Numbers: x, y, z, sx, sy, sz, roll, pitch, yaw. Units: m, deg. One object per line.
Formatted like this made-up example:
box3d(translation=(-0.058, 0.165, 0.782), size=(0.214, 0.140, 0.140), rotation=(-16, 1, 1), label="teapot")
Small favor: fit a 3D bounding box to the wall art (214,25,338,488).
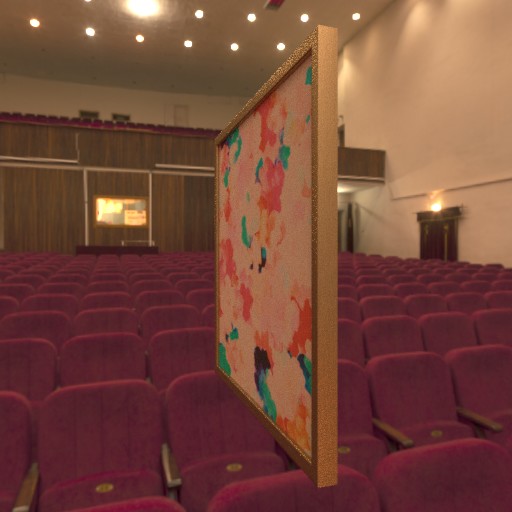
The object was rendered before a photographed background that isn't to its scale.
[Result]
box3d(translation=(0.000, 0.000, 1.102), size=(0.036, 0.765, 0.767), rotation=(0, 0, -18), label="wall art")
